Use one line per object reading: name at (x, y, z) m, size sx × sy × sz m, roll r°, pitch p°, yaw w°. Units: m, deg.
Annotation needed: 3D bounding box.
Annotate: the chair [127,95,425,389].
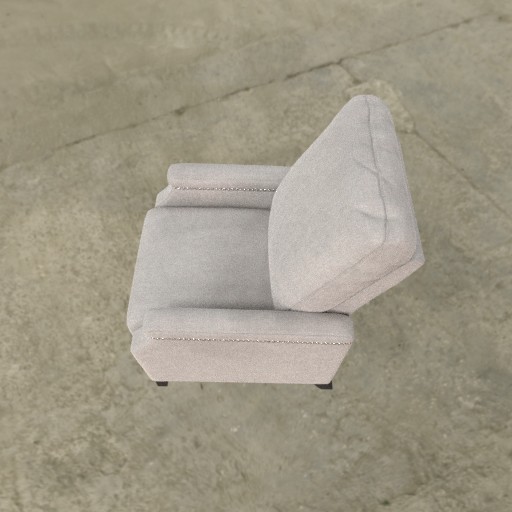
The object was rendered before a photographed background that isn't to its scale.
chair at (0.000, 0.000, 1.632) m, size 0.922 × 1.049 × 0.710 m, roll 1°, pitch 59°, yaw 1°
